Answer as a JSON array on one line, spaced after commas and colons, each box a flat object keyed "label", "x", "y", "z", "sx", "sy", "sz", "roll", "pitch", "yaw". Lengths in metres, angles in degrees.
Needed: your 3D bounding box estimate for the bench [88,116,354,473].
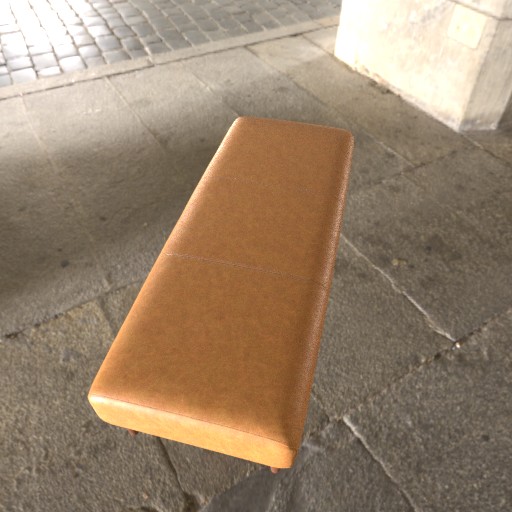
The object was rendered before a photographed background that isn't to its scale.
[{"label": "bench", "x": 0.000, "y": 0.000, "z": 1.864, "sx": 0.653, "sy": 0.399, "sz": 1.610, "roll": 10, "pitch": 48, "yaw": 10}]
